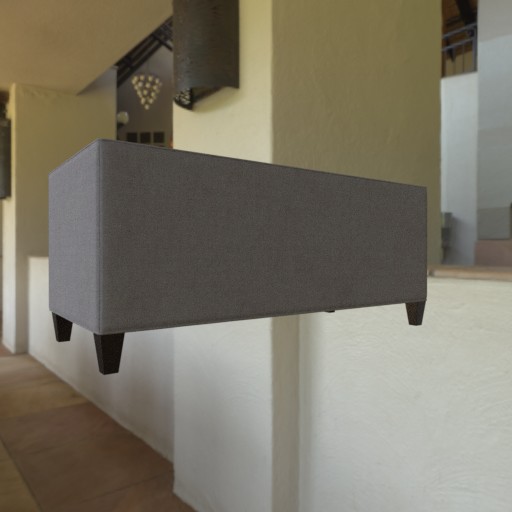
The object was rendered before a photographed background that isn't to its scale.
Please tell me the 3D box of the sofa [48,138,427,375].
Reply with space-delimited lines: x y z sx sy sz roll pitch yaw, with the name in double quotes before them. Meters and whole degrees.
"sofa" 0.000 0.000 2.223 1.778 0.762 0.775 0 0 -36
